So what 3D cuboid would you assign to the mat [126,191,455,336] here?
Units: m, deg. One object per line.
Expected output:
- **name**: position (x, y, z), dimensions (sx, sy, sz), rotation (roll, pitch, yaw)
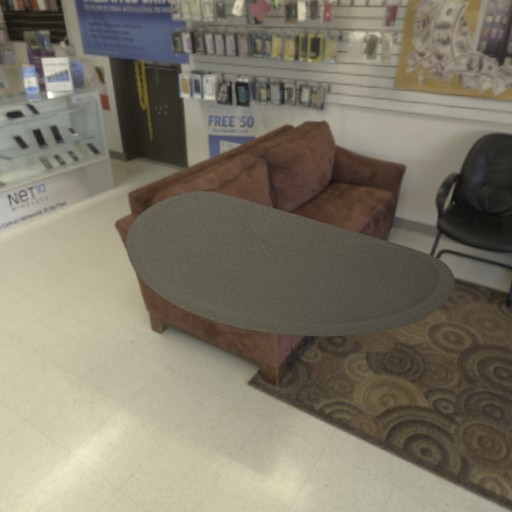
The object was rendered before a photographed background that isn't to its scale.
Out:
- **mat**: position (0.000, 0.000, 1.910), dimensions (1.524, 0.013, 0.913), rotation (20, 36, 30)
